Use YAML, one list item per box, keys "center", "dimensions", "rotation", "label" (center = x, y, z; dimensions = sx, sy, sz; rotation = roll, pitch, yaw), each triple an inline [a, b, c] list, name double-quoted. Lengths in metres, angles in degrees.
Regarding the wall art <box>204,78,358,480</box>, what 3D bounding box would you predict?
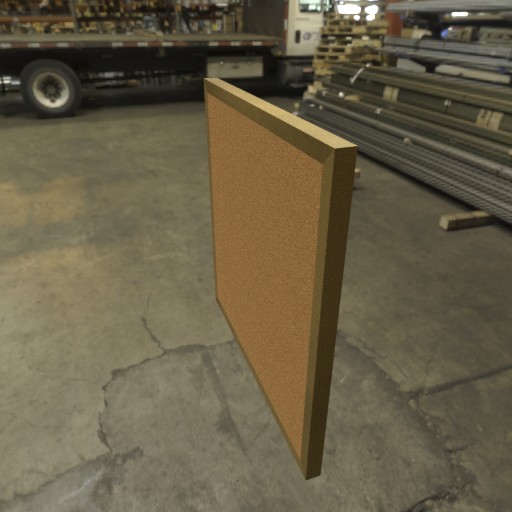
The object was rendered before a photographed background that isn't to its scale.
- center: [0.000, 0.000, 1.139]
  dimensions: [0.038, 0.762, 0.762]
  rotation: [-10, 31, -17]
  label: "wall art"
